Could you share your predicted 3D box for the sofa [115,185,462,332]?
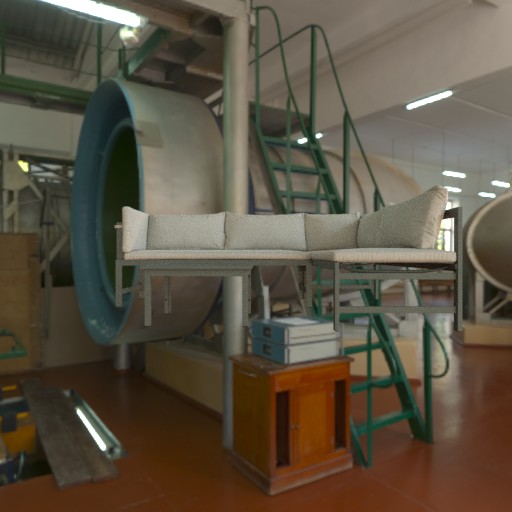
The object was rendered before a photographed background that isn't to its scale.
[{"bbox_3d":[0.000,0.000,3.066,2.096,0.758,1.658,0,0,1],"label":"sofa"}]
